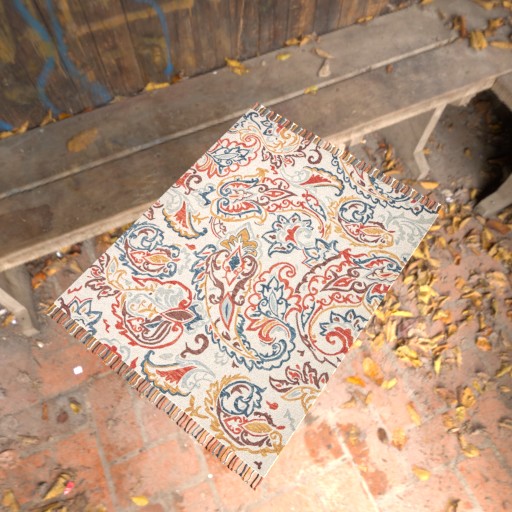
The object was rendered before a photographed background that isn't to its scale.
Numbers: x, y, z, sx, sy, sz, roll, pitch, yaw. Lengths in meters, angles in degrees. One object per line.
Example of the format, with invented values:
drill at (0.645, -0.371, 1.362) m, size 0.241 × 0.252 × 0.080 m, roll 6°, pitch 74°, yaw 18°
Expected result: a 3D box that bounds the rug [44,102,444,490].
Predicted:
rug at (0.000, 0.000, 4.354) m, size 2.439 × 0.015 × 3.274 m, roll 34°, pitch 68°, yaw 16°
